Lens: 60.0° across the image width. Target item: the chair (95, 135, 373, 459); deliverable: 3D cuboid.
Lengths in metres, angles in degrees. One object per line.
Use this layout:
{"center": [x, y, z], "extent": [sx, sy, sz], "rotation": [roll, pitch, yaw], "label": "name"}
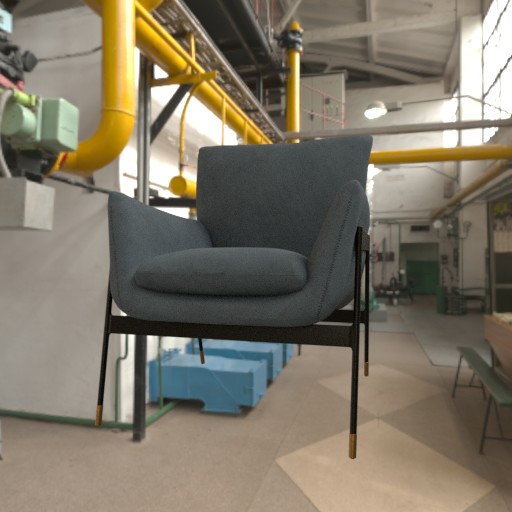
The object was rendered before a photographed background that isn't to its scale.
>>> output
{"center": [0.000, 0.000, 1.356], "extent": [0.678, 0.858, 0.709], "rotation": [0, 0, 16], "label": "chair"}
